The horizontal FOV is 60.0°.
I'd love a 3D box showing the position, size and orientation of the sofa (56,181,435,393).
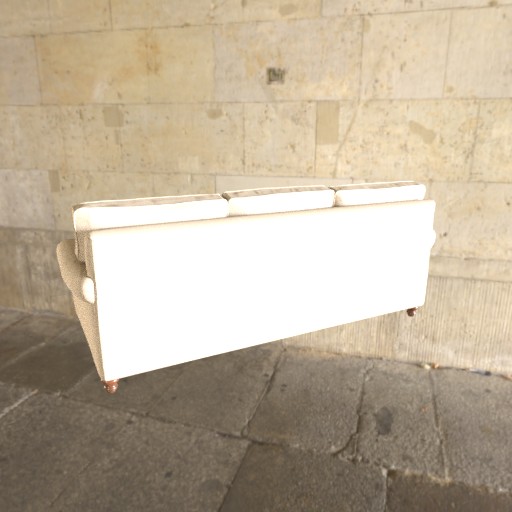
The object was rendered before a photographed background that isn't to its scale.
[{"bbox_3d":[0.000,0.000,2.894,2.354,0.948,0.966,-8,17,-27],"label":"sofa"}]
